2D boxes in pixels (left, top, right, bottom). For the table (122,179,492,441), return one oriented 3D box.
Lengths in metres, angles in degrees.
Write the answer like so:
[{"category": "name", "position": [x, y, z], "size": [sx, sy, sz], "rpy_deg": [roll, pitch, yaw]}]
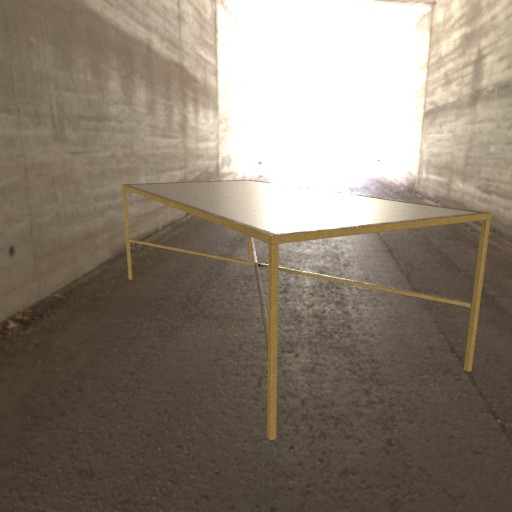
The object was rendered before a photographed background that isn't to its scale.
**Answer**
[{"category": "table", "position": [0.000, 0.000, 1.444], "size": [0.580, 0.398, 1.206], "rpy_deg": [-7, 16, -27]}]
